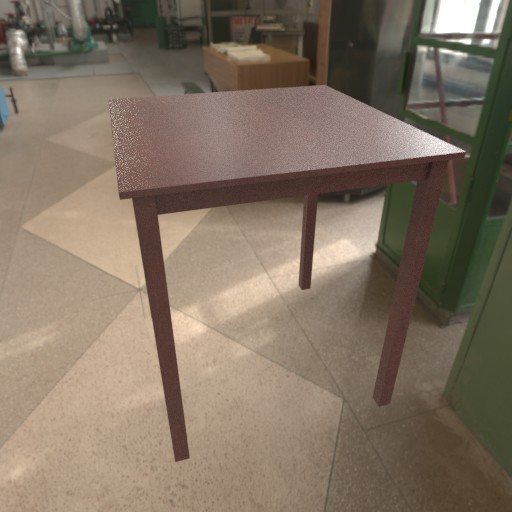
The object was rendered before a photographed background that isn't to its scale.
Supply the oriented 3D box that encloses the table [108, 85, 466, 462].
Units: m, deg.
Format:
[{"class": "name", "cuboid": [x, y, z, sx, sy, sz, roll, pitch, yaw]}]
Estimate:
[{"class": "table", "cuboid": [0.000, 0.000, 1.639, 0.861, 0.991, 0.861, -9, 33, -14]}]
